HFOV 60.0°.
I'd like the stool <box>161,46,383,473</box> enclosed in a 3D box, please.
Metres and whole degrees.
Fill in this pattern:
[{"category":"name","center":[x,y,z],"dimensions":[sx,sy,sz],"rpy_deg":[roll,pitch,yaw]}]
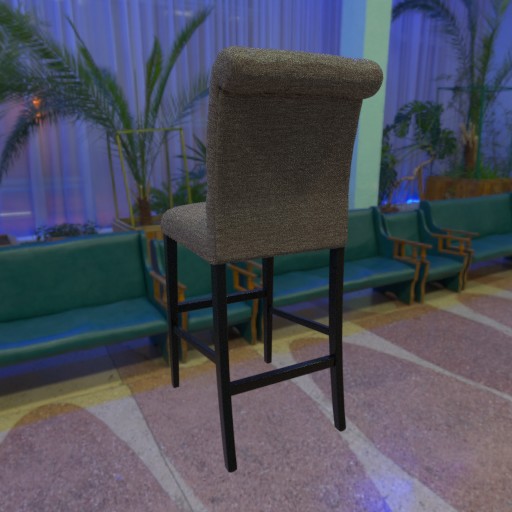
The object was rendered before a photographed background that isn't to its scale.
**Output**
[{"category":"stool","center":[0.000,0.000,1.424],"dimensions":[0.452,1.131,0.613],"rpy_deg":[-8,17,-27]}]
